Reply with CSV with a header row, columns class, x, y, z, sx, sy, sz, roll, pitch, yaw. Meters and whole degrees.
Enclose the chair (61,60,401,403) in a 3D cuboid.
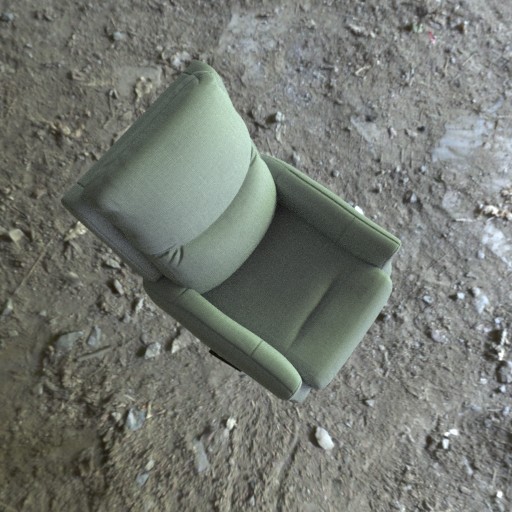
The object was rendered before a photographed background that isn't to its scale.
class,x,y,z,sx,sy,sz,roll,pitch,yaw
chair,0.000,0.000,1.778,1.080,1.030,0.829,37,77,10
